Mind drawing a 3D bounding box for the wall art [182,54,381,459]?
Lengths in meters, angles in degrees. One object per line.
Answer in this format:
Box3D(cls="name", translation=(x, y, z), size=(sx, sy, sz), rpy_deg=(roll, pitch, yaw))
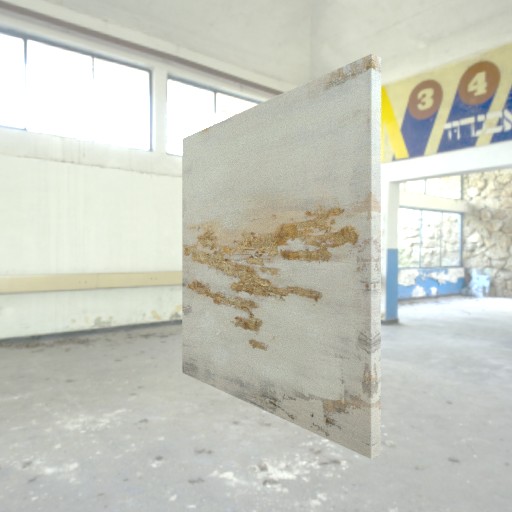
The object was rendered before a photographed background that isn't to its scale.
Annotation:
Box3D(cls="wall art", translation=(0.000, 0.000, 1.529), size=(0.040, 1.018, 1.015), rpy_deg=(0, 0, -37))
